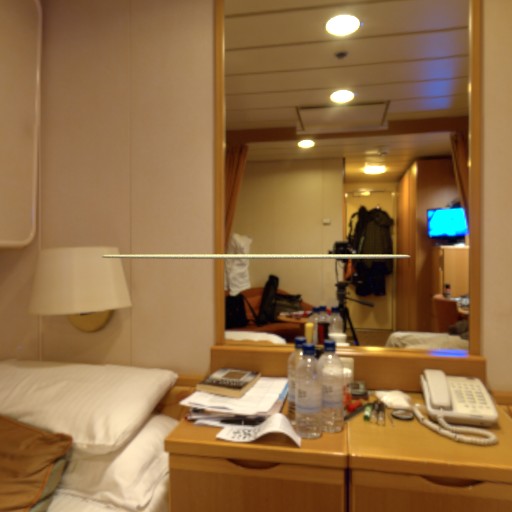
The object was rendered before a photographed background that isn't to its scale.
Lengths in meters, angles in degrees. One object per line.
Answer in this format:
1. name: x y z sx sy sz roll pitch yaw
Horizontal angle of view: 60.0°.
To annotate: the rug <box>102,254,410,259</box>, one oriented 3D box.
1. rug: 0.000 0.000 2.423 1.593 0.012 1.593 0 0 0
